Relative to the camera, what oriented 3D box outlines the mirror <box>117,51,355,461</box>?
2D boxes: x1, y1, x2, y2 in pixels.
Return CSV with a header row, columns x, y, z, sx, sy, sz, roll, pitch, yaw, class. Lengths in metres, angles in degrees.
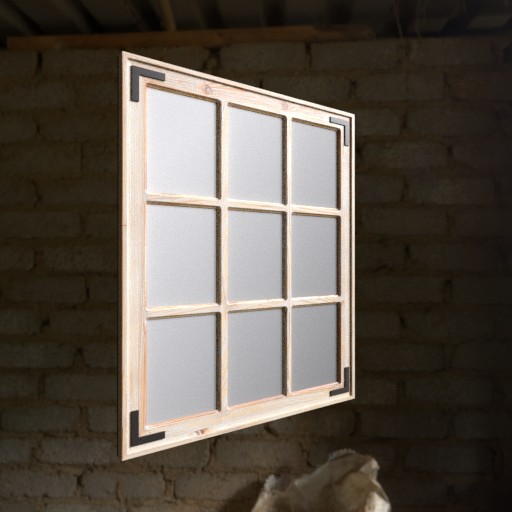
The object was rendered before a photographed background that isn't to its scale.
x,y,z,sx,sy,sz,roll,pitch,yaw,class
0.000,0.000,1.178,0.730,0.882,0.032,0,0,-35,mirror
